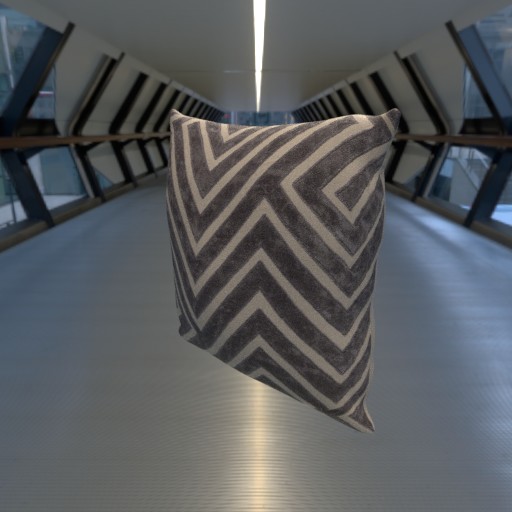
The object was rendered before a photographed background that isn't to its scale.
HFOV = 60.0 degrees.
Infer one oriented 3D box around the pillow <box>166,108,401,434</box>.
[{"bbox_3d":[0.000,0.000,0.689,0.440,0.441,0.182,16,23,42],"label":"pillow"}]
